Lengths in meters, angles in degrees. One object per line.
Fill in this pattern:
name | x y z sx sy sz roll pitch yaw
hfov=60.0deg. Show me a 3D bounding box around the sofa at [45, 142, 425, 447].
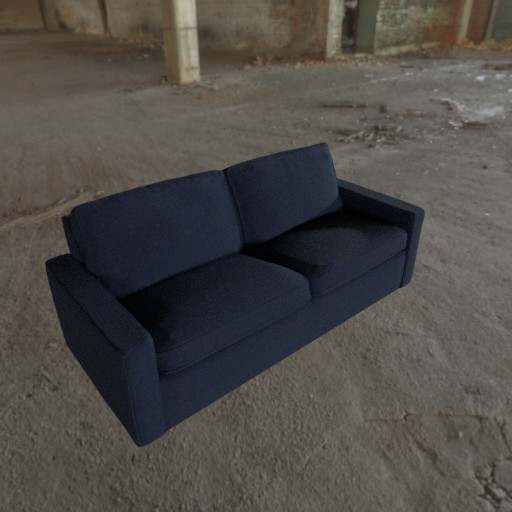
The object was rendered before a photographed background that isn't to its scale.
sofa | 0.000 0.000 2.570 2.080 0.919 0.940 -23 37 -34
